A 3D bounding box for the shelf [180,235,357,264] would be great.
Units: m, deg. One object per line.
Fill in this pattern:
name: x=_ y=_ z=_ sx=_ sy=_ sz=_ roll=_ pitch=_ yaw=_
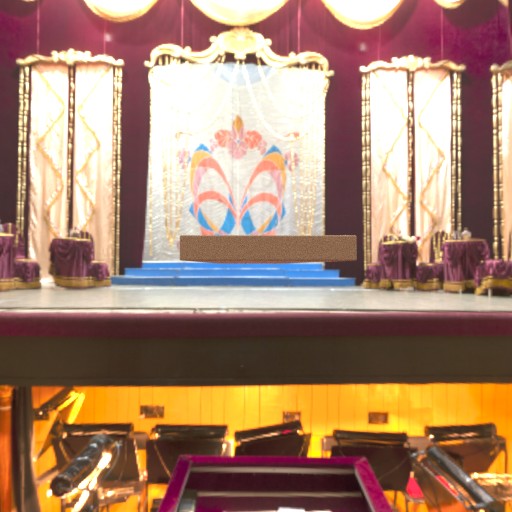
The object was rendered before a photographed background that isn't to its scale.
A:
shelf: x=0.000 y=0.000 z=0.654 sx=0.140 sy=0.020 sz=0.610 roll=0 pitch=-1 yaw=-2
